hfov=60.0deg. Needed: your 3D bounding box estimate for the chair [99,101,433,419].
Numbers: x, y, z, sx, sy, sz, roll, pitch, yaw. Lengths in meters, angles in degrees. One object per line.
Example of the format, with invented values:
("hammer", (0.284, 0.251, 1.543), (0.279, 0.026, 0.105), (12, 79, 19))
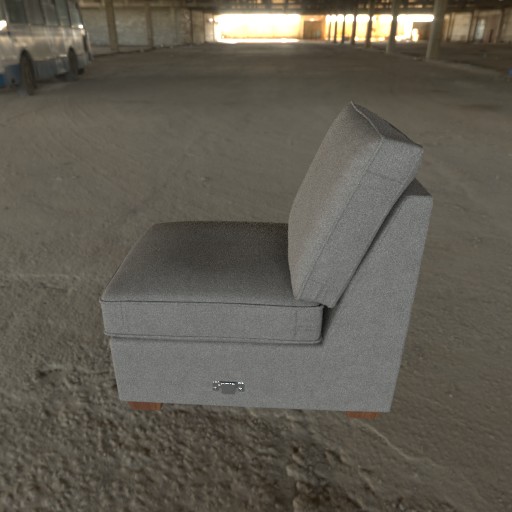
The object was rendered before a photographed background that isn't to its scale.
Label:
("chair", (0.000, 0.000, 1.553), (0.938, 0.970, 0.621), (1, 27, 3))
